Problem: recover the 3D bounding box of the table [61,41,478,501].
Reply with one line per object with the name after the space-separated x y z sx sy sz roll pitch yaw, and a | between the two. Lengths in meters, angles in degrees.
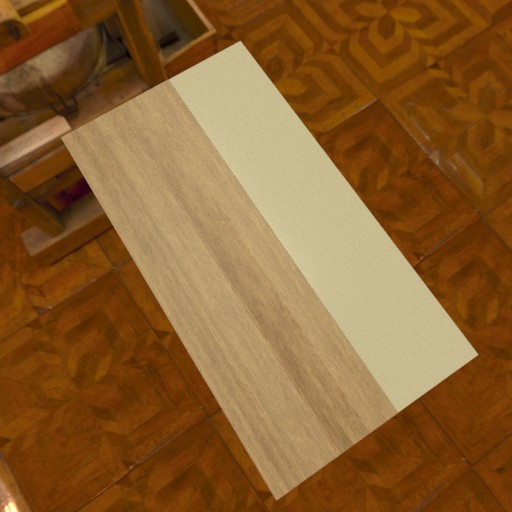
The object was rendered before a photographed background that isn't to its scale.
0.000 0.000 1.341 0.600 0.350 1.100 -32 77 -8 | table
